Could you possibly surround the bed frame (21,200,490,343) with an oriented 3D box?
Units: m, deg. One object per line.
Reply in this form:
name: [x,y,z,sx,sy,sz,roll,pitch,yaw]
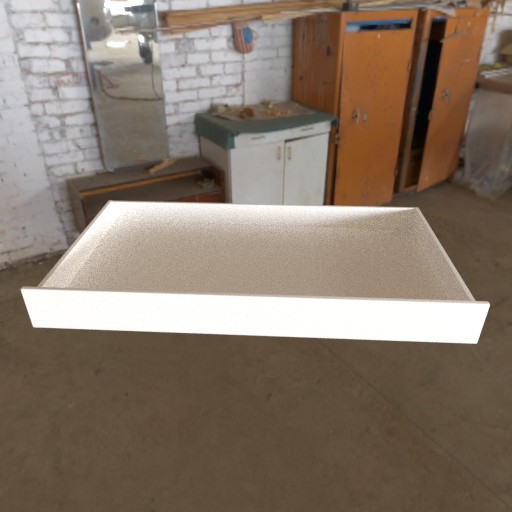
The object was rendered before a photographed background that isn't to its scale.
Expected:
bed frame: [0.000,0.000,1.545,1.300,0.141,0.670,2,31,3]
